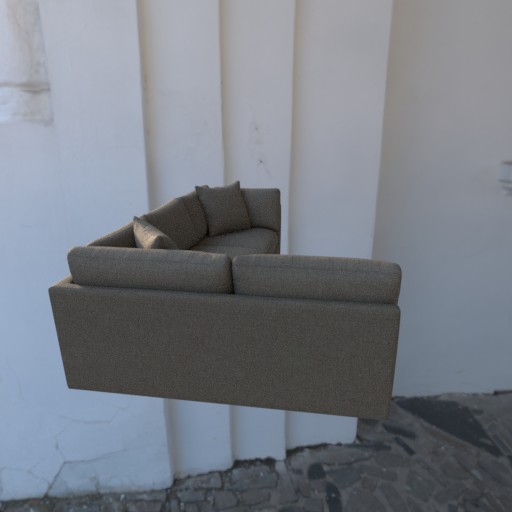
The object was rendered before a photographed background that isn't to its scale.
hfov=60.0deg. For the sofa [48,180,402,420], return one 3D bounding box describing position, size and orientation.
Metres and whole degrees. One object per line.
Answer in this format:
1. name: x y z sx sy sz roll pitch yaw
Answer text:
1. sofa: 0.000 0.000 3.831 1.994 0.978 2.896 3 17 9
